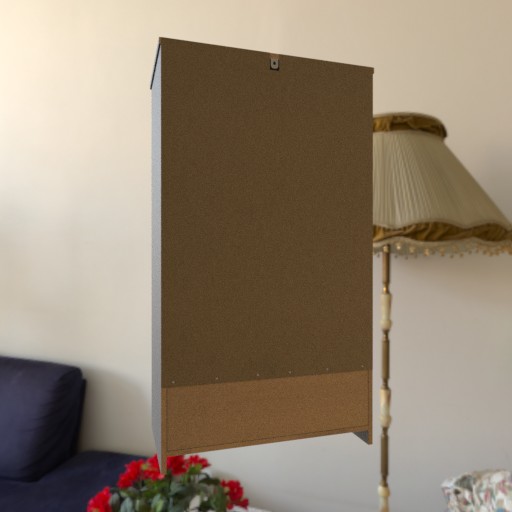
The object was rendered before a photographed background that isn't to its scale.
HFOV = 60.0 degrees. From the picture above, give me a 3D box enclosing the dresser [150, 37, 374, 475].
[{"bbox_3d":[0.000,0.000,1.559,0.704,1.255,0.399,0,0,-17],"label":"dresser"}]
